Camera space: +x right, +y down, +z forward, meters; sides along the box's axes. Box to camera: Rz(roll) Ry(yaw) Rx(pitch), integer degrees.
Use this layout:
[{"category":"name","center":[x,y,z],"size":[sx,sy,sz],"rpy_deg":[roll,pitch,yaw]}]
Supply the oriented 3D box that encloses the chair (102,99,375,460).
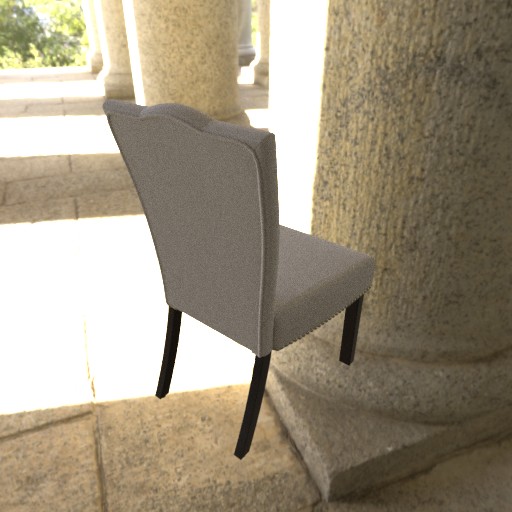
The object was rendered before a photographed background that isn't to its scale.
[{"category":"chair","center":[0.000,0.000,1.312],"size":[0.518,0.946,0.589],"rpy_deg":[22,37,33]}]
